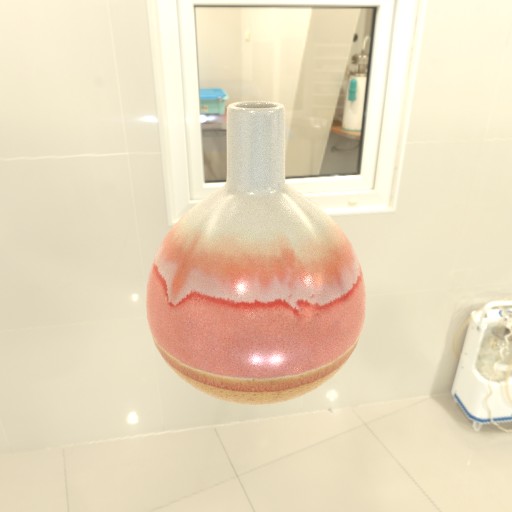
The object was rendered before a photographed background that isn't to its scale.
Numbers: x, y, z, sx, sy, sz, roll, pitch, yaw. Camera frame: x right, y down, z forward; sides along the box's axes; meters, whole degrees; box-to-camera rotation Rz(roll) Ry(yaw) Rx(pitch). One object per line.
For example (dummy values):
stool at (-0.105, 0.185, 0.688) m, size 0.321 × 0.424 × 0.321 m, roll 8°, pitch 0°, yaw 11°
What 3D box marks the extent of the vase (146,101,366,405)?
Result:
vase at (0.000, 0.000, 0.270) m, size 0.137 × 0.176 × 0.137 m, roll 0°, pitch 27°, yaw 0°
